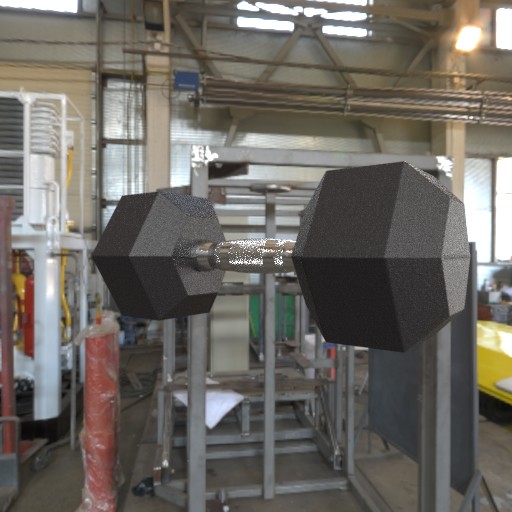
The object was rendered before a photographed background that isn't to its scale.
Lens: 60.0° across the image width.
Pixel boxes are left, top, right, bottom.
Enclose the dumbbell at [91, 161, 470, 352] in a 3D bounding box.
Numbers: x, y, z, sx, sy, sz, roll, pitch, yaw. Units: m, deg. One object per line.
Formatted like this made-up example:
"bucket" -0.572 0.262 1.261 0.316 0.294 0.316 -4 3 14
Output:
"dumbbell" 0.000 0.000 0.398 0.337 0.123 0.142 0 0 36
